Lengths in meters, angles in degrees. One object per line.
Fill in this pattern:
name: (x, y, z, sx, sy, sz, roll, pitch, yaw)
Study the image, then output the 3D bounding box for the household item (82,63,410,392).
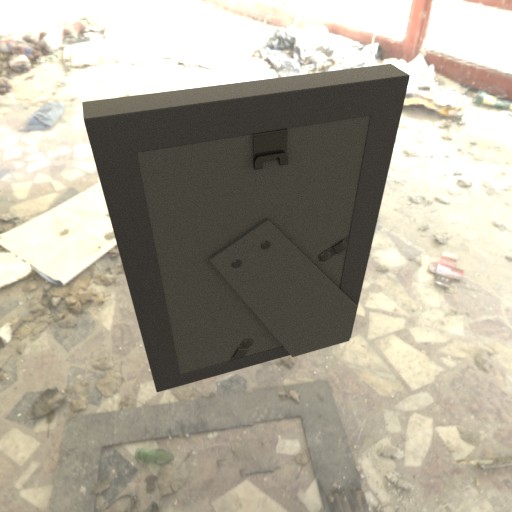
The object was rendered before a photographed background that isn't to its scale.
household item: (0.000, 0.000, 0.235, 0.133, 0.178, 0.022, -12, 43, -14)
